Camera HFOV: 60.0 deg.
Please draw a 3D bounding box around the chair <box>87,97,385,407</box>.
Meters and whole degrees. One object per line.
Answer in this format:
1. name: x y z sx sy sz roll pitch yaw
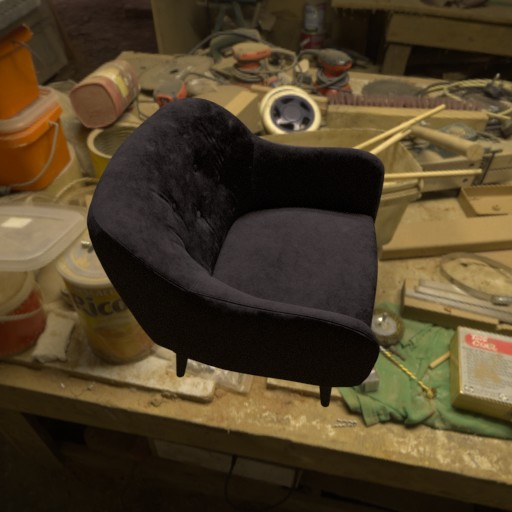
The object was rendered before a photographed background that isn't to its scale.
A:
1. chair: 0.000 0.000 1.520 0.819 0.807 0.840 9 46 9
